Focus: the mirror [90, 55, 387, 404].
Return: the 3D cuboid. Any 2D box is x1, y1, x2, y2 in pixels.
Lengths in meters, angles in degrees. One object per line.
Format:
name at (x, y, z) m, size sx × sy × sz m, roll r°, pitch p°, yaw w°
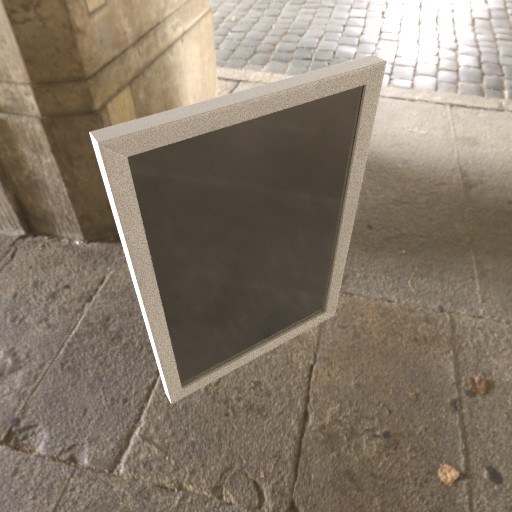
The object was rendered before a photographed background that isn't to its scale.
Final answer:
mirror at (0.000, 0.000, 0.929) m, size 0.507 × 0.710 × 0.040 m, roll -24°, pitch 50°, yaw -22°
